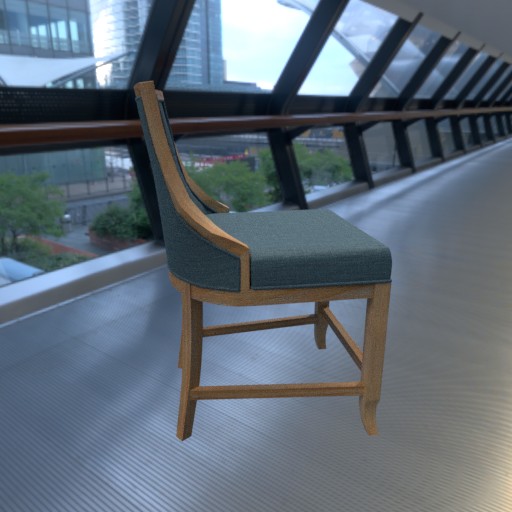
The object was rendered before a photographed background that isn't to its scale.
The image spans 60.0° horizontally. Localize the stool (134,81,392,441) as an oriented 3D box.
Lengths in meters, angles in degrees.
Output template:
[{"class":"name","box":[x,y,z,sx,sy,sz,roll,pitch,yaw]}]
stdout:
[{"class":"stool","box":[0.000,0.000,1.319,0.626,0.938,0.524,-3,18,-9]}]
